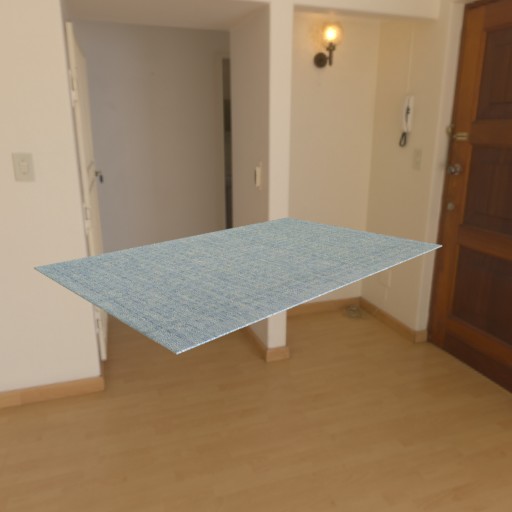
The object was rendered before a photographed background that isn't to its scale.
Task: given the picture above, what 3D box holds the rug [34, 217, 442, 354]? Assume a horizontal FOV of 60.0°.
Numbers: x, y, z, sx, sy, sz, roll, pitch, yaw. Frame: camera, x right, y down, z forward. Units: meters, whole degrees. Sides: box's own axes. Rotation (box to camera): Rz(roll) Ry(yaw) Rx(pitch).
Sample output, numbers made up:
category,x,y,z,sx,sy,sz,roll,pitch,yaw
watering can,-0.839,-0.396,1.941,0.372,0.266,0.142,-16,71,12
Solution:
category,x,y,z,sx,sy,sz,roll,pitch,yaw
rug,0.000,0.000,2.242,1.752,0.006,1.142,-15,22,-42
